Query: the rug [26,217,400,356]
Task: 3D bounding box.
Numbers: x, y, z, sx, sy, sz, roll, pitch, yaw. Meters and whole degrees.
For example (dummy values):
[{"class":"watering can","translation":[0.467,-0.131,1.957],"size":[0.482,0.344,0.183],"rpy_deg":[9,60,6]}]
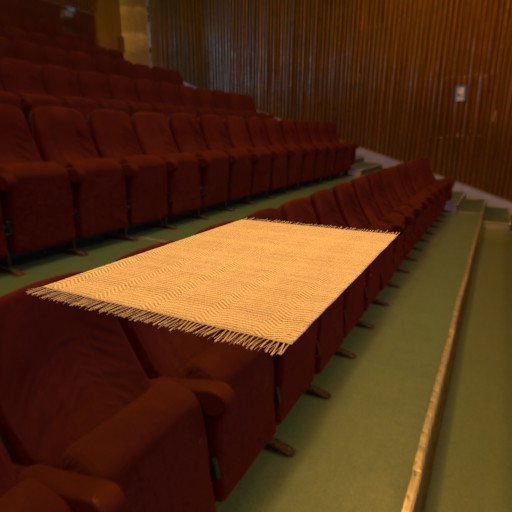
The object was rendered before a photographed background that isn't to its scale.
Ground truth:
[{"class":"rug","translation":[0.000,0.000,2.505],"size":[1.224,0.027,2.021],"rpy_deg":[8,17,27]}]
